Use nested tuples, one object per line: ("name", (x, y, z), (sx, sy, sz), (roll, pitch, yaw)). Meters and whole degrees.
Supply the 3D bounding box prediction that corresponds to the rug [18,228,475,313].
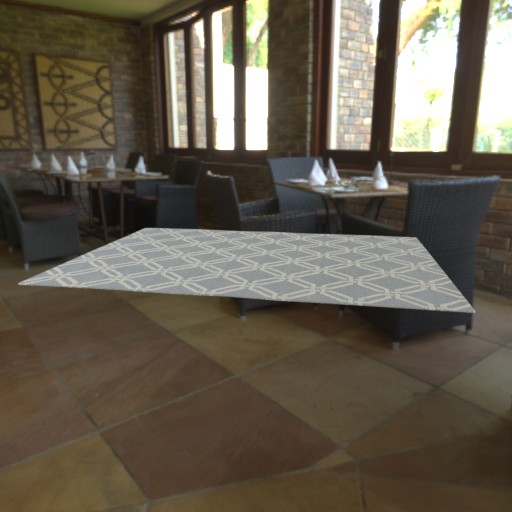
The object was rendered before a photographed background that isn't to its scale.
("rug", (0.000, 0.000, 2.736), (2.133, 0.013, 1.522), (3, 14, 10))
